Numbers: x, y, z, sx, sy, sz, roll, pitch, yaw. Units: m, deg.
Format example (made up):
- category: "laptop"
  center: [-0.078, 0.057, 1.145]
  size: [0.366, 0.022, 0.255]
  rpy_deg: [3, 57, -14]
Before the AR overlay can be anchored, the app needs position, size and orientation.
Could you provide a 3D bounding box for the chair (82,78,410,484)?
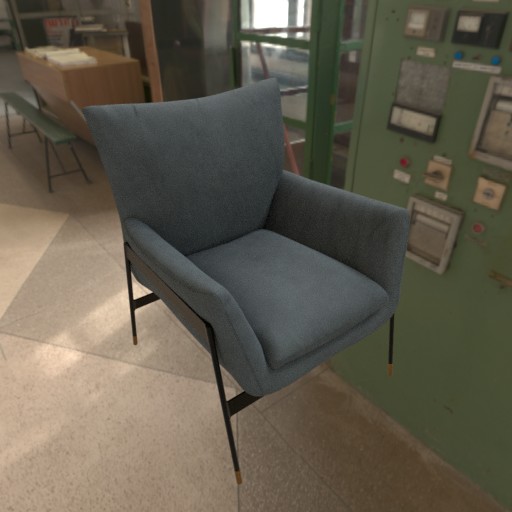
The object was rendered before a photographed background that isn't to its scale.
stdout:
- category: "chair"
  center: [0.000, 0.000, 1.352]
  size: [0.678, 0.858, 0.709]
  rpy_deg: [-22, 39, -31]
